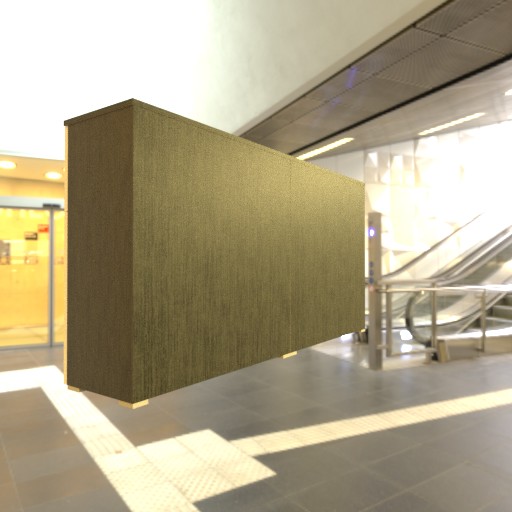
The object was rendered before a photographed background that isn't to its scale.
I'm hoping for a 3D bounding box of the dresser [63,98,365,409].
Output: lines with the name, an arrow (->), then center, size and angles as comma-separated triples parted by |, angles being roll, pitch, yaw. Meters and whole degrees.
dresser -> 0.000, 0.000, 1.843 | 0.333, 0.790, 1.535 | 0, -1, 36
